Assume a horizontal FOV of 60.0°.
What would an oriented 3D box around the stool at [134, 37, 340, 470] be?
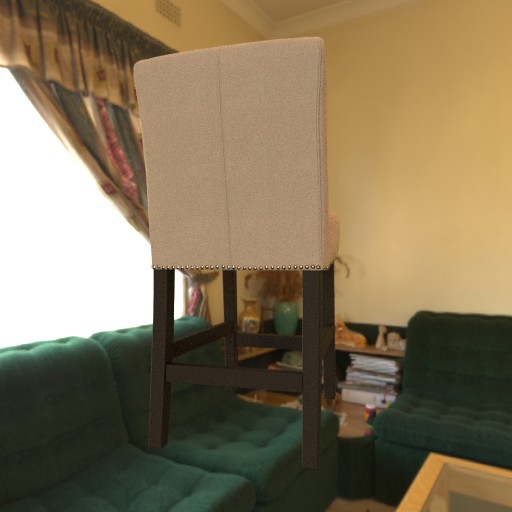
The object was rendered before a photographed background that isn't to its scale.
[{"bbox_3d":[0.000,0.000,1.179,0.427,0.885,0.571,0,0,16],"label":"stool"}]
